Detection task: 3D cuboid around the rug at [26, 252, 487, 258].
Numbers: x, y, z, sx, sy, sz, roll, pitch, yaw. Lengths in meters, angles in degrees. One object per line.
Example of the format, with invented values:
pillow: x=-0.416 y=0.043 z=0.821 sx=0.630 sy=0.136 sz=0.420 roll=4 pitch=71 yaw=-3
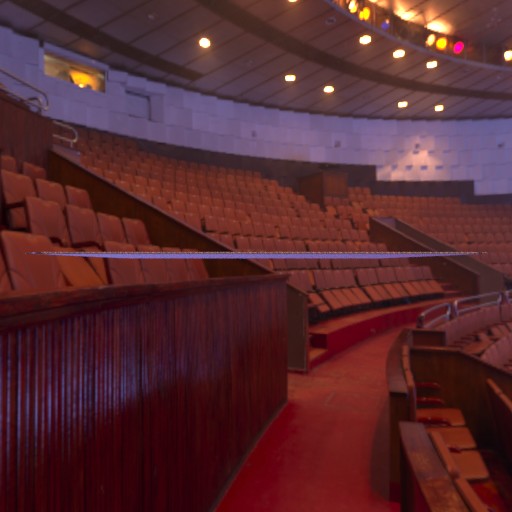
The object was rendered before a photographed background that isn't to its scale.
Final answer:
rug: x=0.000 y=0.000 z=2.330 sx=1.802 sy=0.008 sz=1.247 roll=0 pitch=-1 yaw=-1
